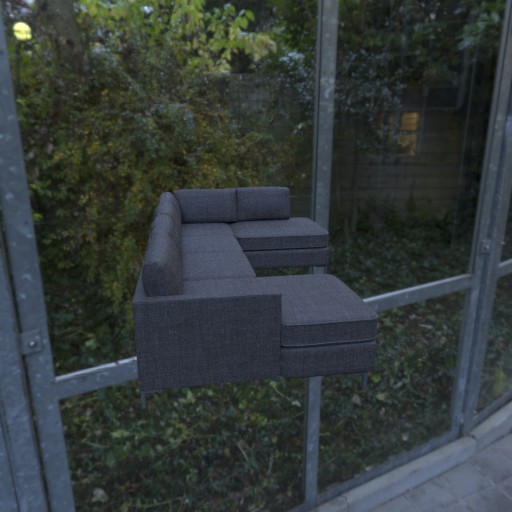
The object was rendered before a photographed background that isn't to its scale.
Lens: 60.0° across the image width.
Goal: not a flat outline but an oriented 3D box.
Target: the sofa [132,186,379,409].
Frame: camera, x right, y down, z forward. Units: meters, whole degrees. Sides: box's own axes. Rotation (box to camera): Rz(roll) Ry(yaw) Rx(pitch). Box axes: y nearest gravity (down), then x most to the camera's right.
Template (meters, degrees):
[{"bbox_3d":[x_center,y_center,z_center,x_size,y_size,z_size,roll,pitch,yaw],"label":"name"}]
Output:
[{"bbox_3d":[0.000,0.000,4.418,2.048,0.999,3.423,-3,16,-9],"label":"sofa"}]
